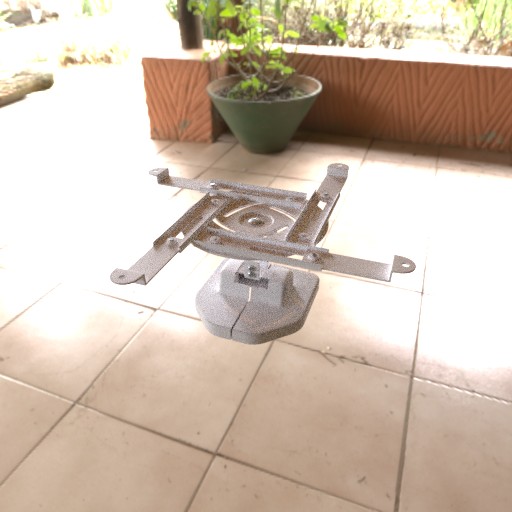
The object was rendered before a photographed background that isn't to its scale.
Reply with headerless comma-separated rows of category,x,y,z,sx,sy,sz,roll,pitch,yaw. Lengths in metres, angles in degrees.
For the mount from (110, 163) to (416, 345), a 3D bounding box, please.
mount,0.000,0.000,0.596,0.394,0.141,0.394,11,34,17
